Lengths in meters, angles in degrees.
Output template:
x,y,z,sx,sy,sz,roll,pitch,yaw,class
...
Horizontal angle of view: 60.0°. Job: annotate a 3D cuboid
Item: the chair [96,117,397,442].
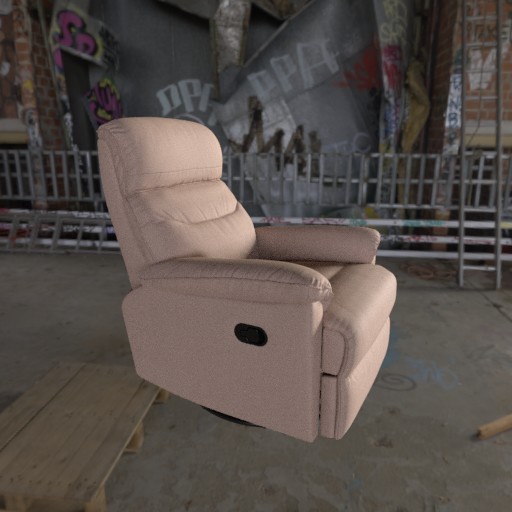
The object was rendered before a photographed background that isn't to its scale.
x,y,z,sx,sy,sz,roll,pitch,yaw,class
0.000,0.000,1.712,1.004,1.037,0.820,7,17,26,chair
